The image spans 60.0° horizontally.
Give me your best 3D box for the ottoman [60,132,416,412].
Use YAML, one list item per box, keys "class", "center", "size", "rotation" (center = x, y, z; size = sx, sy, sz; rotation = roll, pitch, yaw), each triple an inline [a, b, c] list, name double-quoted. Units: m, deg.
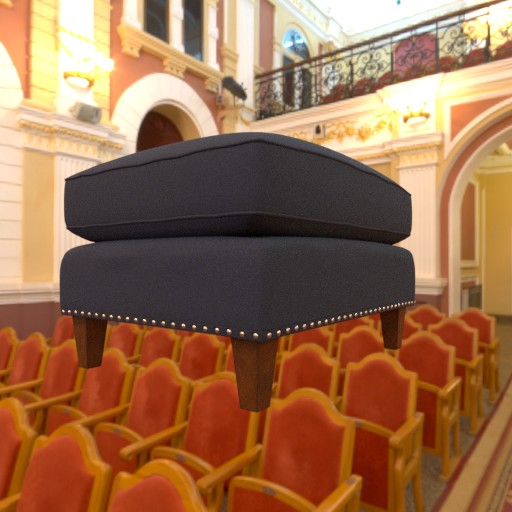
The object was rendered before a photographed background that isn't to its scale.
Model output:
- class: "ottoman"
  center: [0.000, 0.000, 1.133]
  size: [0.584, 0.513, 0.741]
  rotation: [-1, -1, 37]
